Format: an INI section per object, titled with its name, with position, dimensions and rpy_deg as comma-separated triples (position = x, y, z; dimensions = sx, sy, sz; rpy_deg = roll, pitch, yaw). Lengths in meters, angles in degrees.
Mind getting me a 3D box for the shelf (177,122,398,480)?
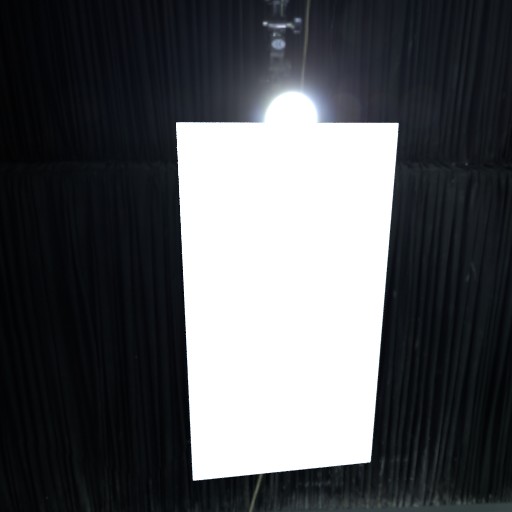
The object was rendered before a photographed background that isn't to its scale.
[shelf]
position = 0.000, 0.000, 1.300
dimensions = 0.396, 0.732, 0.895
rpy_deg = -2, 16, -8
